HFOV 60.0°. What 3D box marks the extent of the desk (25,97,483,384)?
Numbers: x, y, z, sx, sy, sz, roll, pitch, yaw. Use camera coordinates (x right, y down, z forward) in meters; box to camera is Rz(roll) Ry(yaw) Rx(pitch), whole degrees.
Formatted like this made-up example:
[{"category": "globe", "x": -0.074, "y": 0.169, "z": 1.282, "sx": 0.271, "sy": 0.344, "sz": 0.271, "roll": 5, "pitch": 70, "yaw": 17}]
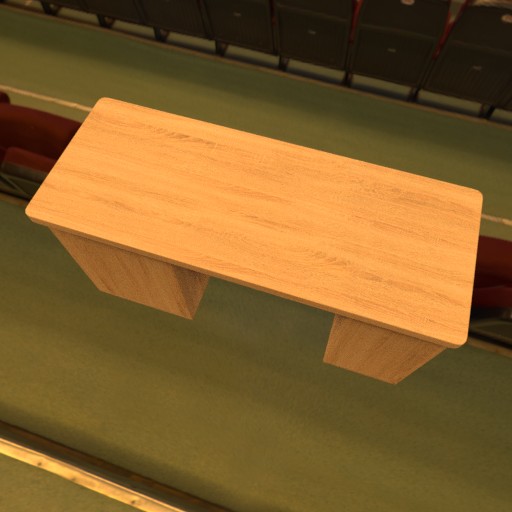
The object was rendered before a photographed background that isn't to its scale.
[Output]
[{"category": "desk", "x": 0.000, "y": 0.000, "z": 1.778, "sx": 1.400, "sy": 0.760, "sz": 0.550, "roll": 16, "pitch": 64, "yaw": 8}]
